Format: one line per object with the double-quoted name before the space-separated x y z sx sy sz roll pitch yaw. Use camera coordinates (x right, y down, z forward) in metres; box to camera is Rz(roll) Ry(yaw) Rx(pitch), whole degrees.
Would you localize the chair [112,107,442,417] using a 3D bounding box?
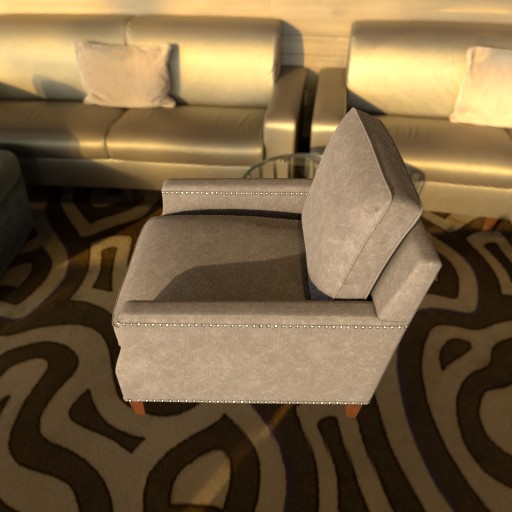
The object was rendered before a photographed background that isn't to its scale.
"chair" 0.000 0.000 1.716 1.014 0.948 0.853 1 40 1
